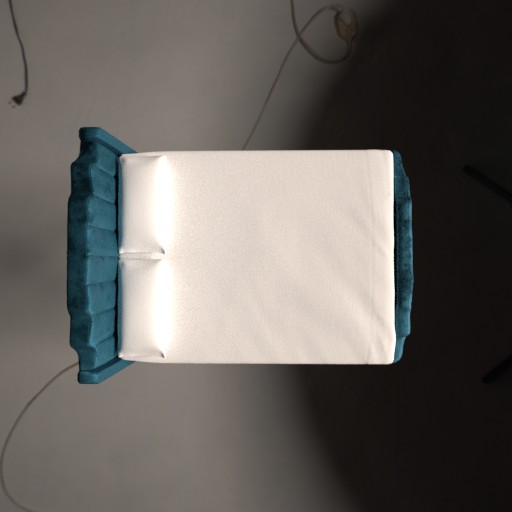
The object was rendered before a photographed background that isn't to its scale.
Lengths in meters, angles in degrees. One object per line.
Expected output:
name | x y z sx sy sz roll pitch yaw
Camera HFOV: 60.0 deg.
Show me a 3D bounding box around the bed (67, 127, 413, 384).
bed | 0.000 0.000 3.335 2.322 1.338 1.678 0 89 1
